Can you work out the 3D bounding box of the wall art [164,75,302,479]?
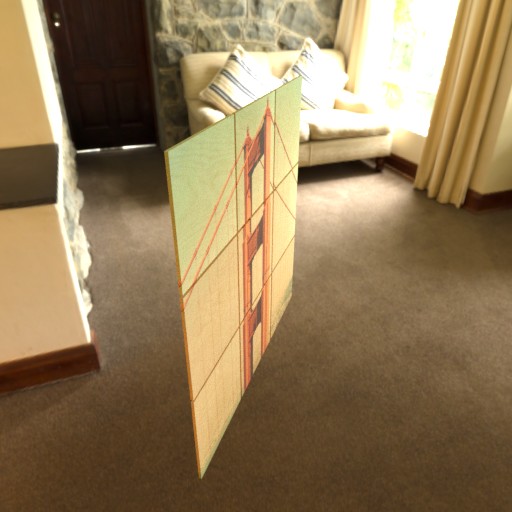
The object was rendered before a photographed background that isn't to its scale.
[{"bbox_3d":[0.000,0.000,2.259,0.013,1.523,1.517,10,32,17],"label":"wall art"}]
